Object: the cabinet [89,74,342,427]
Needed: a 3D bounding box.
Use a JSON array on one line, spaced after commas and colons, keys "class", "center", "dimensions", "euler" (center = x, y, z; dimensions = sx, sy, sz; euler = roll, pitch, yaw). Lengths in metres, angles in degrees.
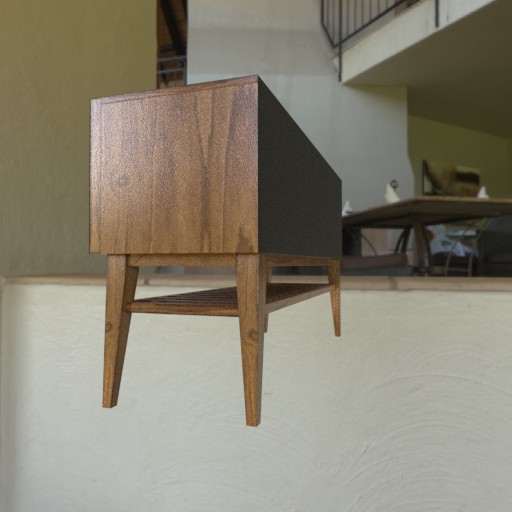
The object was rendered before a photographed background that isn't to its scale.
[{"class": "cabinet", "center": [0.000, 0.000, 1.724], "dimensions": [0.477, 0.802, 1.363], "euler": [0, -1, 19]}]
